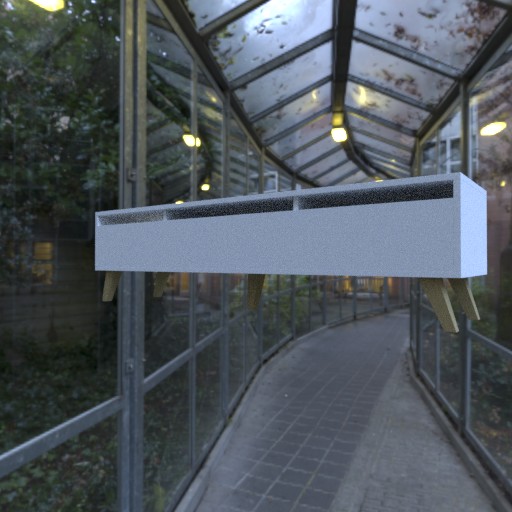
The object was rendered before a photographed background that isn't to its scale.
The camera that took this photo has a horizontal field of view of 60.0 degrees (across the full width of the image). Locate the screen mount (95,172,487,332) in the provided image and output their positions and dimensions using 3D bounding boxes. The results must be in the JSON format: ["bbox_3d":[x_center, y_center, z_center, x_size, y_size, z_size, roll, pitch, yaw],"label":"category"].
[{"bbox_3d":[0.000,0.000,1.824,1.644,0.432,0.399,0,-1,36],"label":"screen mount"}]
